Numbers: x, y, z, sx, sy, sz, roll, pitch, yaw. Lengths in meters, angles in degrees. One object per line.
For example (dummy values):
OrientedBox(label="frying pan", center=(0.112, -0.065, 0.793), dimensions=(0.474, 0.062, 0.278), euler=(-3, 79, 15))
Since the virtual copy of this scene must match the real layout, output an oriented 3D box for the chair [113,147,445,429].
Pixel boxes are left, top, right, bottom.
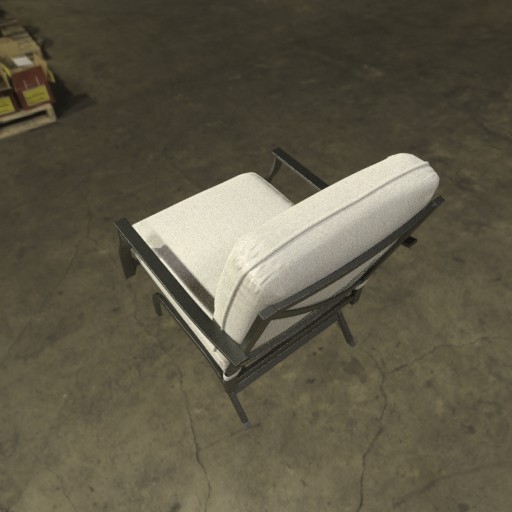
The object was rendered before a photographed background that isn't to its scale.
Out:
OrientedBox(label="chair", center=(0.000, 0.000, 1.409), dimensions=(0.650, 0.860, 0.787), euler=(-30, 53, -25))
